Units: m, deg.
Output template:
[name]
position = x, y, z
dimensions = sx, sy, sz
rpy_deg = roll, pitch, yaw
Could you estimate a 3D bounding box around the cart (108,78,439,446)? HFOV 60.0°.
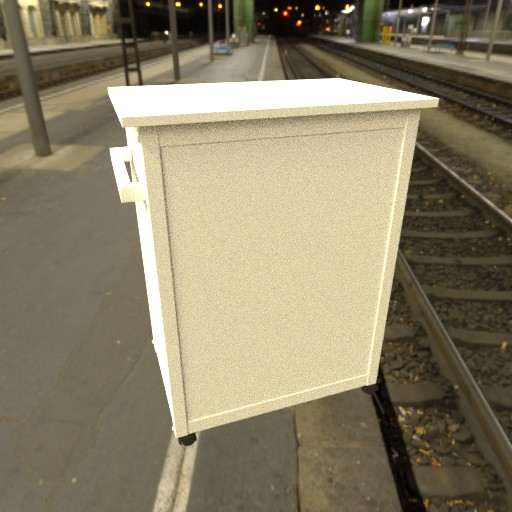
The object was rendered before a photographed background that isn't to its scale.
[cart]
position = 0.000, 0.000, 1.239
dimensions = 0.683, 0.864, 0.442
rpy_deg = -9, 29, -17
